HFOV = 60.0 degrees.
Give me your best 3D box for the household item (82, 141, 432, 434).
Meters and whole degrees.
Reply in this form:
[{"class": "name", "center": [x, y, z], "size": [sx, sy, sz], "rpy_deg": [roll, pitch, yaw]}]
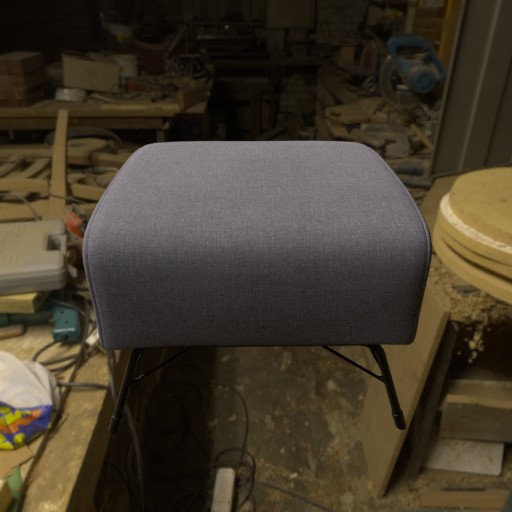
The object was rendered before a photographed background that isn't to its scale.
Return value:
[{"class": "household item", "center": [0.000, 0.000, 0.908], "size": [0.530, 0.410, 0.530], "rpy_deg": [0, 30, -1]}]
